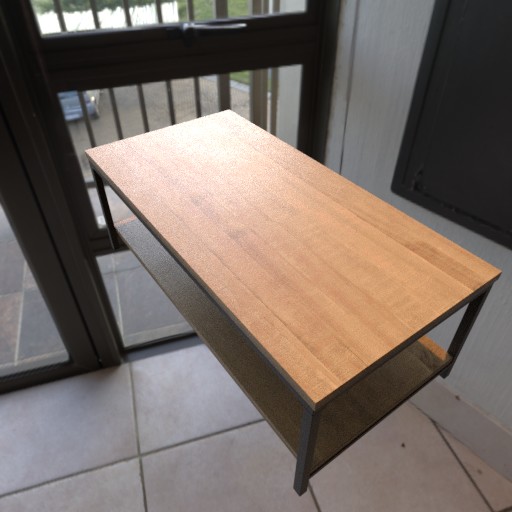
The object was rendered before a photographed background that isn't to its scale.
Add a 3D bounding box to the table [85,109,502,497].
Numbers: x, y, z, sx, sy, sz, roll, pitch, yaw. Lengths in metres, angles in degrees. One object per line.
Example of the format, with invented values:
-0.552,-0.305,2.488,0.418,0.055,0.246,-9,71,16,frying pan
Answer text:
0.000,0.000,1.326,0.551,0.399,1.100,-25,47,-26,table
